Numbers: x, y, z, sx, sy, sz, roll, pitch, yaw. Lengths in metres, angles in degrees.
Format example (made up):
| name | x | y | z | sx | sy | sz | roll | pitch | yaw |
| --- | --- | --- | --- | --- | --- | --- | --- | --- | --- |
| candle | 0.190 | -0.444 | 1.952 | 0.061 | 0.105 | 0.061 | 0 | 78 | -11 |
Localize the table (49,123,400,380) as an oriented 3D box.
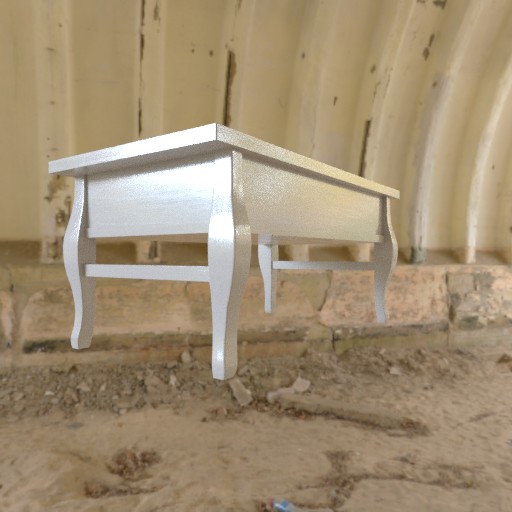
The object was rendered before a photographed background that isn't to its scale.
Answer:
| name | x | y | z | sx | sy | sz | roll | pitch | yaw |
| --- | --- | --- | --- | --- | --- | --- | --- | --- | --- |
| table | 0.000 | 0.000 | 1.428 | 0.600 | 0.495 | 1.062 | 0 | 0 | 36 |
